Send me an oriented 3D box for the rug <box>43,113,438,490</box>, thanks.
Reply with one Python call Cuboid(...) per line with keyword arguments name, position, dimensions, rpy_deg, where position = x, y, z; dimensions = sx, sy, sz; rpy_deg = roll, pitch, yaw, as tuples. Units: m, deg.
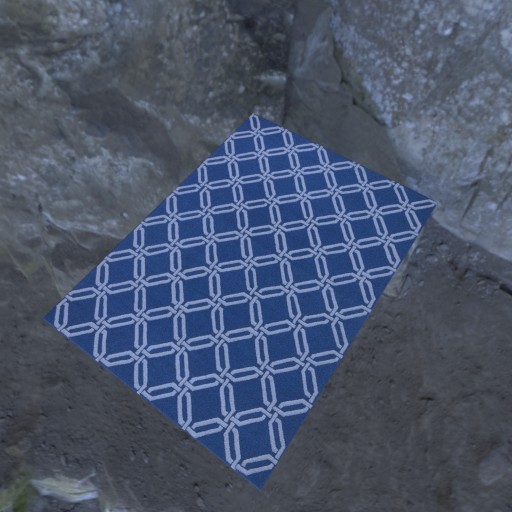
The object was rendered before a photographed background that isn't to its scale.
Cuboid(name="rug", position=(0.000, 0.000, 4.405), dimensions=(2.432, 0.018, 3.342), rpy_deg=(31, 64, 17))
